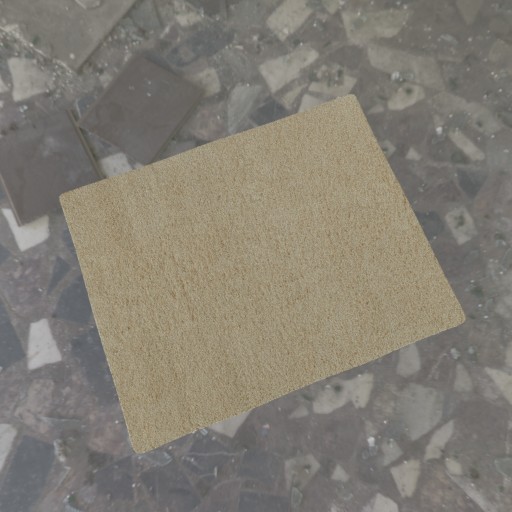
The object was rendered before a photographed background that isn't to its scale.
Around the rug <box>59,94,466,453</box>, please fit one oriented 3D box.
[{"bbox_3d":[0.000,0.000,3.971,3.001,0.025,2.401,-20,77,-5],"label":"rug"}]
